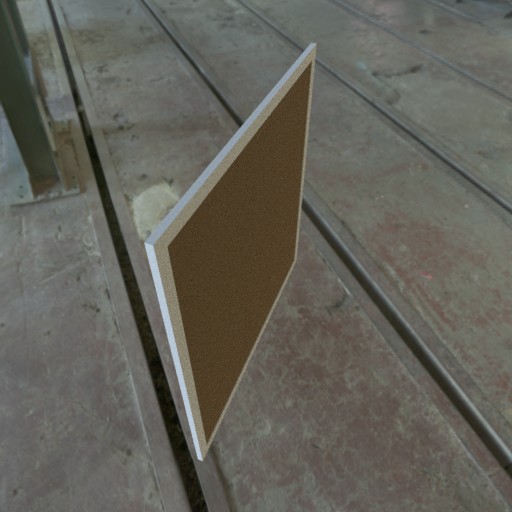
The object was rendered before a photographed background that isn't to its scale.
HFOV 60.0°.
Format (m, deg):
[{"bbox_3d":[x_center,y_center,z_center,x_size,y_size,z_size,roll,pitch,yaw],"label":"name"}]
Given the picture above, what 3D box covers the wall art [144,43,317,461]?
[{"bbox_3d":[0.000,0.000,1.178,0.015,0.812,0.812,16,48,15],"label":"wall art"}]
